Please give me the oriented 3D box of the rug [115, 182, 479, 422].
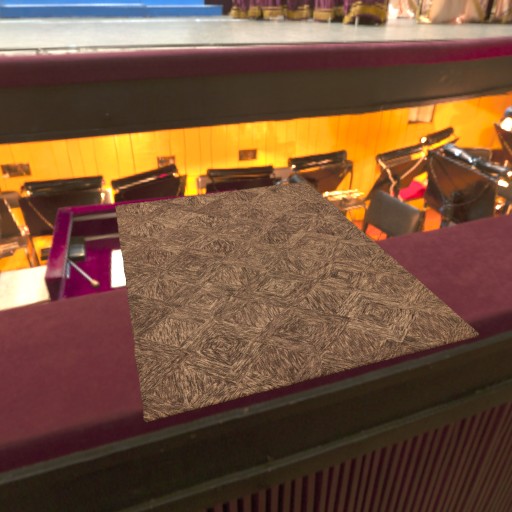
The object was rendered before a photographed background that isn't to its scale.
[{"bbox_3d":[0.000,0.000,4.244,2.448,0.017,3.204,-10,32,-16],"label":"rug"}]
